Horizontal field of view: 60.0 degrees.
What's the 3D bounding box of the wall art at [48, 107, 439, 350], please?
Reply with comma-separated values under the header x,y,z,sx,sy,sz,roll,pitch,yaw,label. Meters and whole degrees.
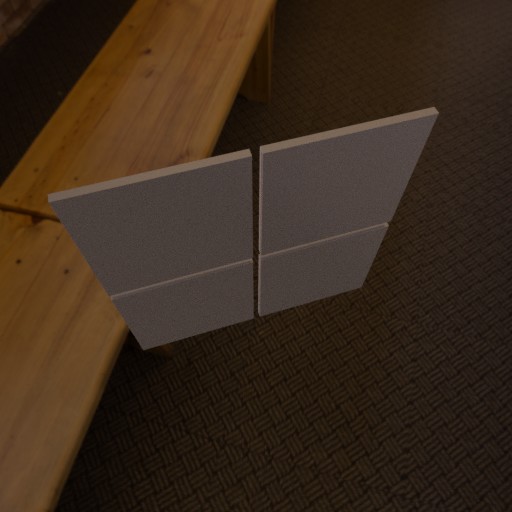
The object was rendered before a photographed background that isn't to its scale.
x,y,z,sx,sy,sz,roll,pitch,yaw,label
0.000,0.000,1.703,1.118,1.118,0.029,-15,60,-9,wall art
